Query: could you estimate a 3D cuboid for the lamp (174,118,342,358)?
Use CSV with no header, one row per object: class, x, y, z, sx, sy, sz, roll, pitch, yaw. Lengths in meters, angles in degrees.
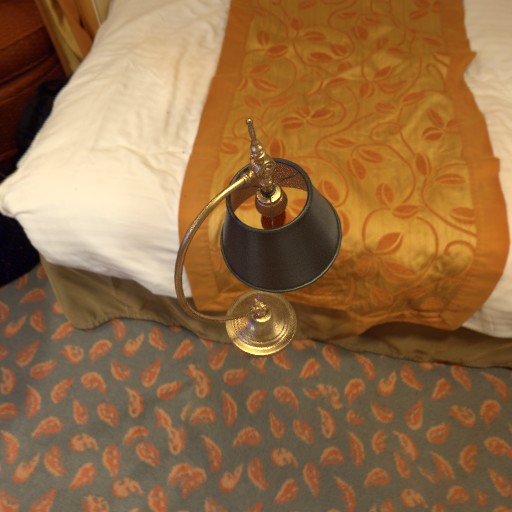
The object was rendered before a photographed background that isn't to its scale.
lamp,0.000,0.000,0.845,0.344,0.675,0.235,-34,64,-19
